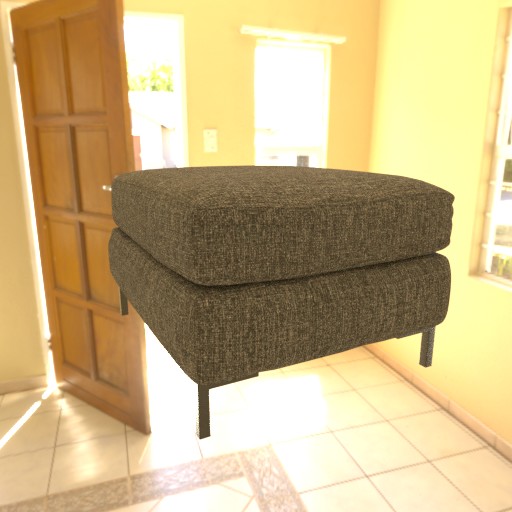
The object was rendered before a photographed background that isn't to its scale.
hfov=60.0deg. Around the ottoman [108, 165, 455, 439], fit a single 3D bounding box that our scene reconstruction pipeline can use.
[{"bbox_3d":[0.000,0.000,1.223,0.683,0.480,0.828,-7,16,-27],"label":"ottoman"}]
